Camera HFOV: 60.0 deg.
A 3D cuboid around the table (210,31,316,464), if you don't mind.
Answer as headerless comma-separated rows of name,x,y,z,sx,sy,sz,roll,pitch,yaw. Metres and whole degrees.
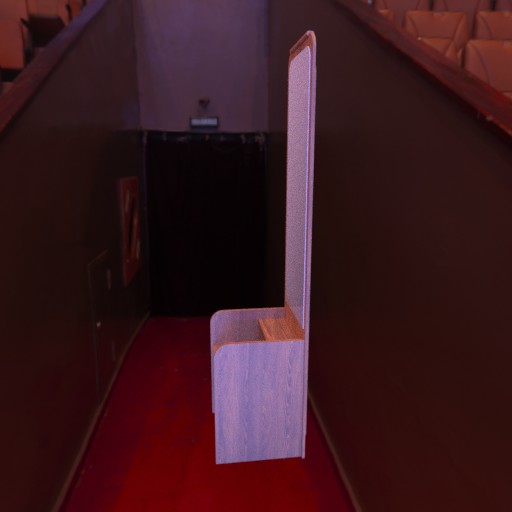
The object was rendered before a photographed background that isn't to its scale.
table,0.000,0.000,2.029,0.420,1.830,0.450,-2,13,-7
